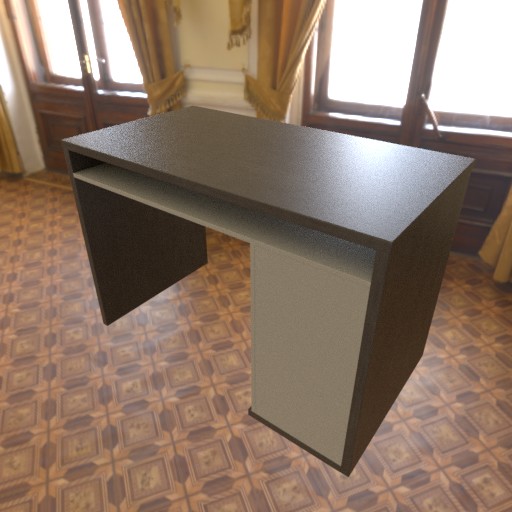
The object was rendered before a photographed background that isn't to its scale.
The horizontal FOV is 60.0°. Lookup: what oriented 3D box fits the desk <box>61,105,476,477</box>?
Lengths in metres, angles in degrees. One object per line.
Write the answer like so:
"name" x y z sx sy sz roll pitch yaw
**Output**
"desk" 0.000 0.000 1.520 1.100 0.750 0.600 21 37 31
